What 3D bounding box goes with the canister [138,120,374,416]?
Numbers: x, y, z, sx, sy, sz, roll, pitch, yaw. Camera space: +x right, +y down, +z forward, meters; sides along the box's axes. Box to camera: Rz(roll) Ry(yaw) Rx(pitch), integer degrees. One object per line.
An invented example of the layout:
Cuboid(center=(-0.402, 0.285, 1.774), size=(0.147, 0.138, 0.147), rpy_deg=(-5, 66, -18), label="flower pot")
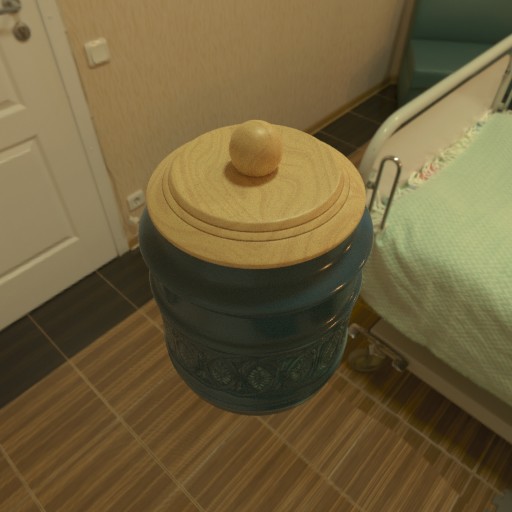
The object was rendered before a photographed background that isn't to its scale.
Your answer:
Cuboid(center=(0.000, 0.000, 0.269), size=(0.130, 0.176, 0.130), rpy_deg=(0, 46, 0), label="canister")
